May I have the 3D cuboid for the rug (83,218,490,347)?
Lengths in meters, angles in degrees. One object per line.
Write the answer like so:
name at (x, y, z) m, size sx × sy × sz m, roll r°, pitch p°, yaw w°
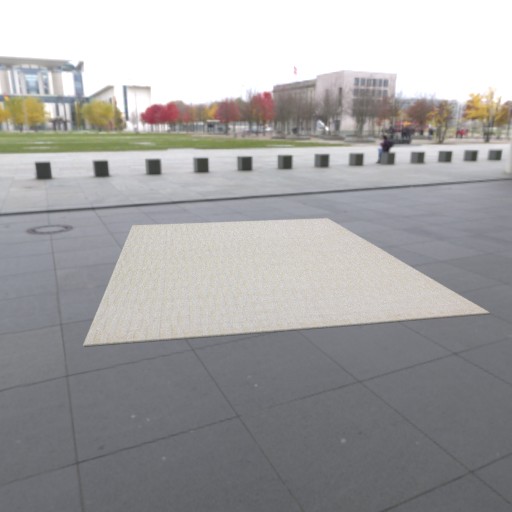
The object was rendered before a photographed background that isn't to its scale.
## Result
rug at (0.000, 0.000, 3.987) m, size 2.410 × 0.021 × 3.055 m, roll -3°, pitch 16°, yaw -10°
